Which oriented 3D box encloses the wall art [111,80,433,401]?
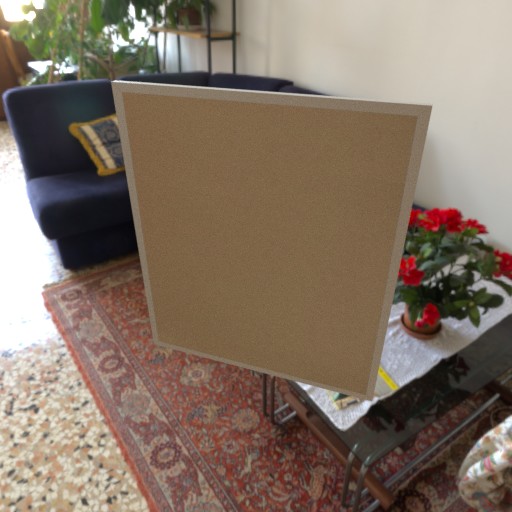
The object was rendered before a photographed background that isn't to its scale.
[{"bbox_3d":[0.000,0.000,0.784,0.482,0.557,0.012,10,33,16],"label":"wall art"}]
